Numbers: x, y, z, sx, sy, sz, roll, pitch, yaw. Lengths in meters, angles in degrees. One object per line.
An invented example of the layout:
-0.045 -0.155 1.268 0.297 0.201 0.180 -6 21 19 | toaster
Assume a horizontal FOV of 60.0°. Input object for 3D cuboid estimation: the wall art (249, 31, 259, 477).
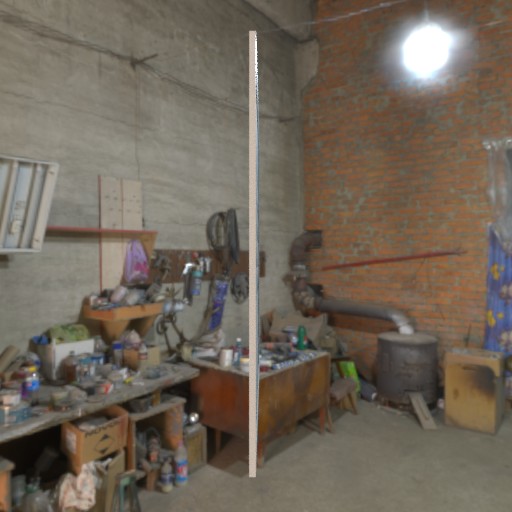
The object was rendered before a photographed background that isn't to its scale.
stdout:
0.000 0.000 1.208 0.012 0.809 0.809 0 -1 1 | wall art
